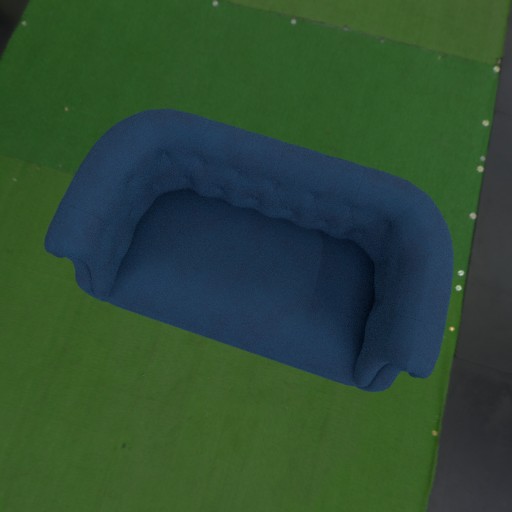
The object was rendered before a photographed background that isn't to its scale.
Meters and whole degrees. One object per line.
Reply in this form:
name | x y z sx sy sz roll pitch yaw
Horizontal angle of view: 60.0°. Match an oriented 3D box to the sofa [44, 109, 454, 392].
sofa | 0.000 0.000 2.050 1.558 0.827 0.835 18 77 4
